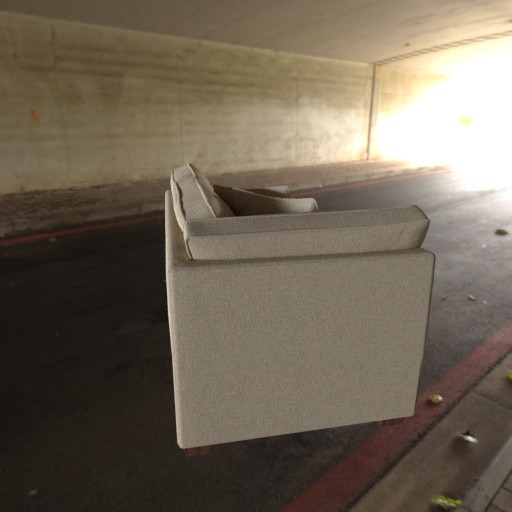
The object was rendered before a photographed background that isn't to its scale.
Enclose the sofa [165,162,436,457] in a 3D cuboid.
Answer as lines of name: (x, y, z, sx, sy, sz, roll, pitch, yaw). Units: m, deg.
sofa: (0.000, 0.000, 2.790, 1.110, 1.033, 2.237, -3, 17, -11)
